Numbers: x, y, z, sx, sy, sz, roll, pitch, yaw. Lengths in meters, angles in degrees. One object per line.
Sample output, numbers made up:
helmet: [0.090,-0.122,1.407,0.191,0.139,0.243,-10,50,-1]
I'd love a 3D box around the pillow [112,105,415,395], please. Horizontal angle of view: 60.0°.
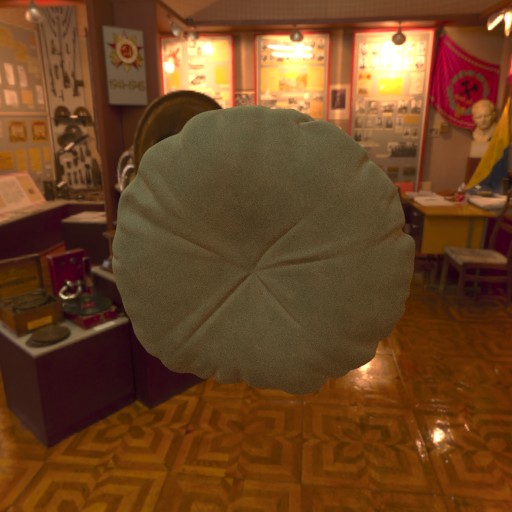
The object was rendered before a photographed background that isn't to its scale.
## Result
pillow: [0.000,0.000,0.632,0.428,0.407,0.148,3,17,8]
